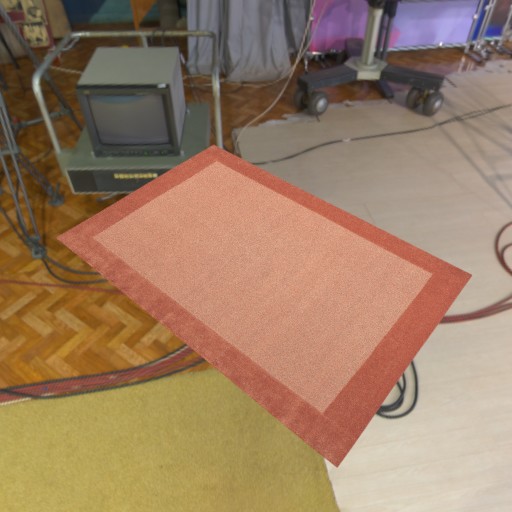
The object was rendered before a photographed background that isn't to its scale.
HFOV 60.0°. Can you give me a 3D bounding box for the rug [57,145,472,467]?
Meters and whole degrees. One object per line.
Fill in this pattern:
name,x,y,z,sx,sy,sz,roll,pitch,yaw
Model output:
rug,0.000,0.000,2.328,1.829,0.014,1.219,32,54,27
